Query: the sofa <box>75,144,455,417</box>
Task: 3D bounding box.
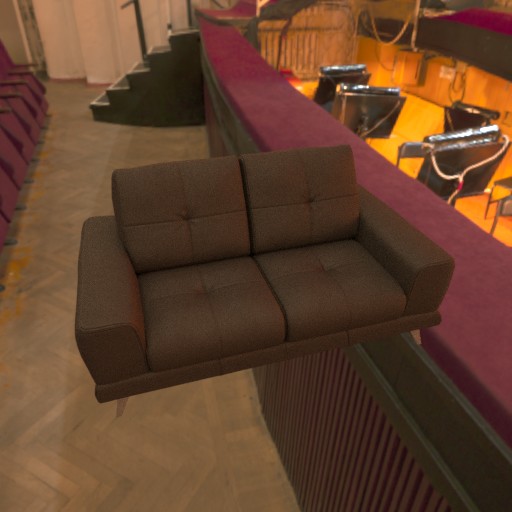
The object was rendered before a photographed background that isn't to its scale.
[{"bbox_3d":[0.000,0.000,2.380,1.806,0.907,1.018,-9,34,-14],"label":"sofa"}]
